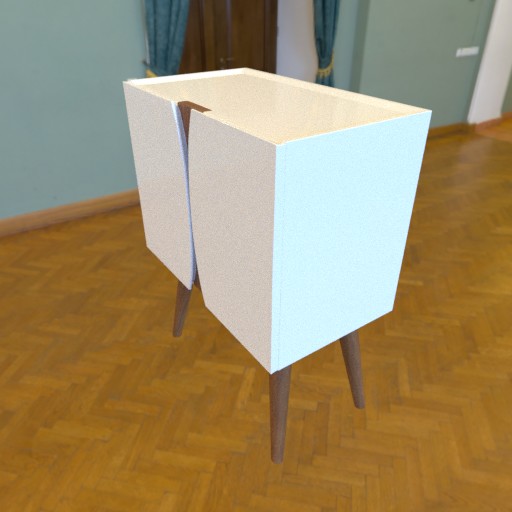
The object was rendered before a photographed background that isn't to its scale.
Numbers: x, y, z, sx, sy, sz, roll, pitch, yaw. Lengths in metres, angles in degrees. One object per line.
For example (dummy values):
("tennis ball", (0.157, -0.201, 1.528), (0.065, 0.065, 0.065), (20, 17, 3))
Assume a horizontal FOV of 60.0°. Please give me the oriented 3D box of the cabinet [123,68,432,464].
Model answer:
("cabinet", (0.000, 0.000, 1.100), (0.344, 0.772, 0.591), (-20, 36, -29))
